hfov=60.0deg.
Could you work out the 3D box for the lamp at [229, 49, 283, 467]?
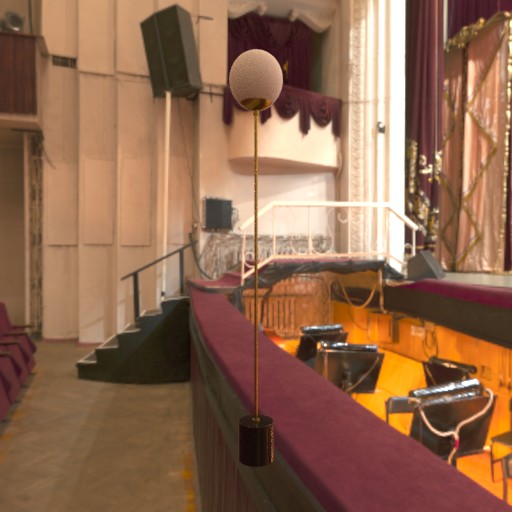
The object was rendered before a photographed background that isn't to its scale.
[{"bbox_3d":[0.000,0.000,1.905,0.229,1.748,0.229,0,1,-19],"label":"lamp"}]
